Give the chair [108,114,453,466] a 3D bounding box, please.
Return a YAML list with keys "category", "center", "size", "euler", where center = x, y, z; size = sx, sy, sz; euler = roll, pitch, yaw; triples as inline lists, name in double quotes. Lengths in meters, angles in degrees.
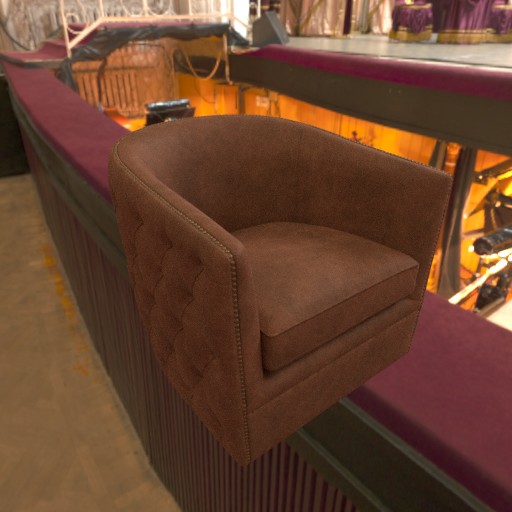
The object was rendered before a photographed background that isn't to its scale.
- category: "chair"
  center: [0.000, 0.000, 1.518]
  size: [0.850, 0.790, 0.870]
  euler: [-21, 35, -33]
